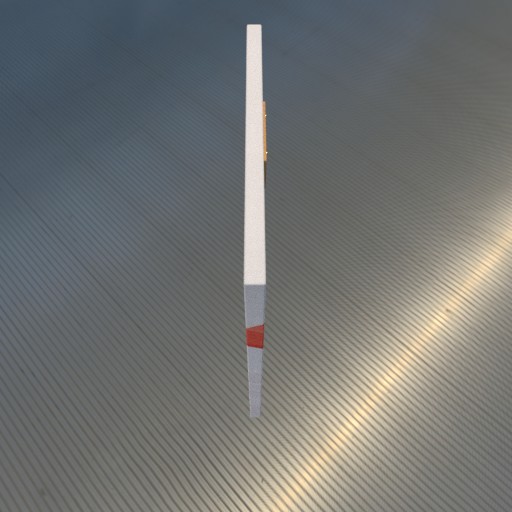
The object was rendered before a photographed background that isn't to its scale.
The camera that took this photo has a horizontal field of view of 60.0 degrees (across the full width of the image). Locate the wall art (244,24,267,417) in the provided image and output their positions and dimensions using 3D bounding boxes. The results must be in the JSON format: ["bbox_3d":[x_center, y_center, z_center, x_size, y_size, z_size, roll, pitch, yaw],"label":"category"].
[{"bbox_3d":[0.000,0.000,1.124,0.036,0.848,0.613,0,58,0],"label":"wall art"}]
